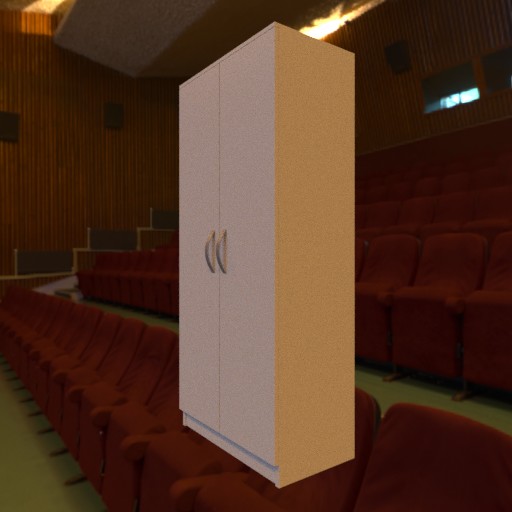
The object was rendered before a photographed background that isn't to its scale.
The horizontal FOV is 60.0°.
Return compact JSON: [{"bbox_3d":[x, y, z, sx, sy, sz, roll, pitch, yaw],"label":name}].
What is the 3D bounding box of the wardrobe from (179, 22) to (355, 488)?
[{"bbox_3d":[0.000,0.000,2.030,0.470,1.700,0.760,0,0,-36],"label":"wardrobe"}]
